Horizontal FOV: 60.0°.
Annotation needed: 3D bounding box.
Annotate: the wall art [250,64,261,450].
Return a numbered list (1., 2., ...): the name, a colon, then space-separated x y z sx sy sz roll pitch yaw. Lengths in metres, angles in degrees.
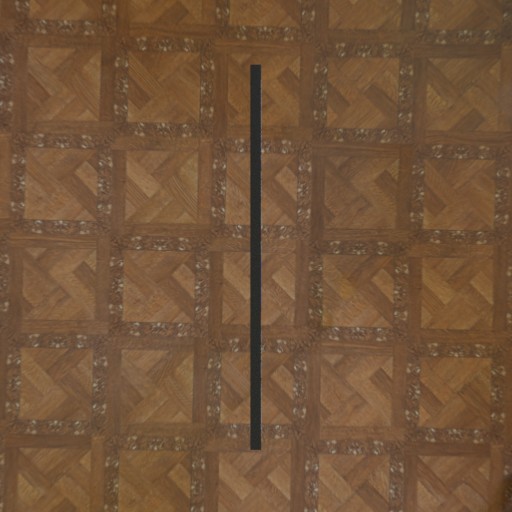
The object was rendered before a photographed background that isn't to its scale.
1. wall art: 0.000 0.000 0.859 0.013 0.660 0.460 0 90 0
